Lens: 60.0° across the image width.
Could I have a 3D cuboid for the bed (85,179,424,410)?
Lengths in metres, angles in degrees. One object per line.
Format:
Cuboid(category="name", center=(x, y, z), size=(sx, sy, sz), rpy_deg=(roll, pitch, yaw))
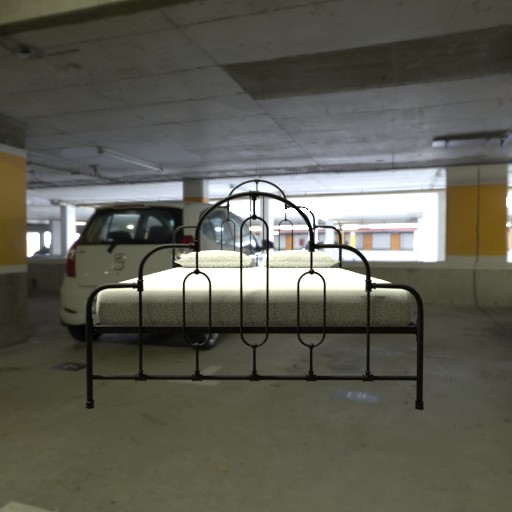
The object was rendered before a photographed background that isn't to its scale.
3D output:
Cuboid(category="bed", center=(0.000, 0.000, 3.193), size=(1.640, 1.429, 2.163), rpy_deg=(0, 1, 0))
